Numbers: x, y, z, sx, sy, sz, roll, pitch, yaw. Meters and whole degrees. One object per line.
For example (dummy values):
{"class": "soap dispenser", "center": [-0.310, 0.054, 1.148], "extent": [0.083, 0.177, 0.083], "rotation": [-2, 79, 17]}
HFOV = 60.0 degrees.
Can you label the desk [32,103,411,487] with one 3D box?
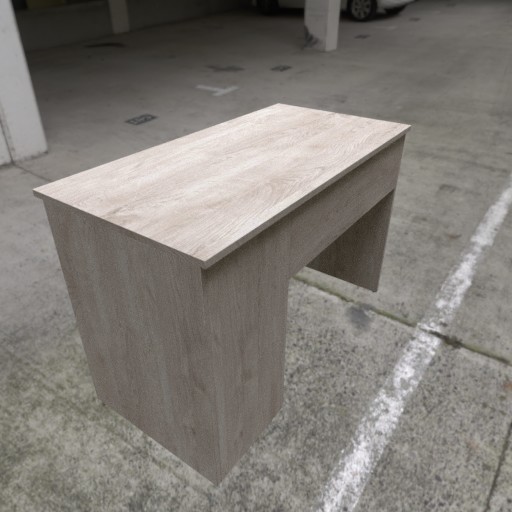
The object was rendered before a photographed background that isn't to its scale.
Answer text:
{"class": "desk", "center": [0.000, 0.000, 1.517], "extent": [0.560, 0.735, 1.097], "rotation": [21, 37, 30]}
